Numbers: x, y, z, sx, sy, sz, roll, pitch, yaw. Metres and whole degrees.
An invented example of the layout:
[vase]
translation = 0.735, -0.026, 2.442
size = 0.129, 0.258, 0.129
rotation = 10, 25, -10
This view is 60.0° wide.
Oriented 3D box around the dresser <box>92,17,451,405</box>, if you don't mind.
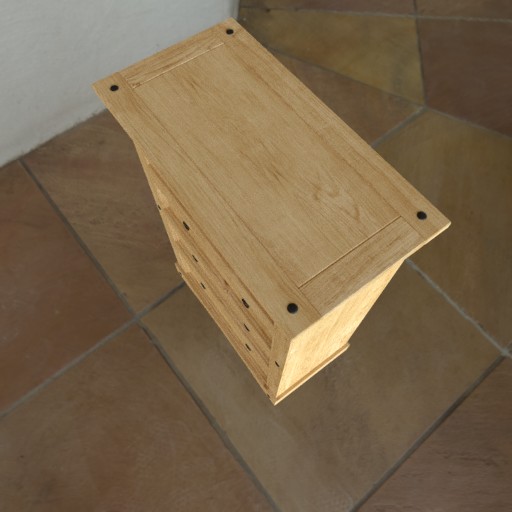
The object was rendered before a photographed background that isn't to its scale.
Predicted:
[dresser]
translation = 0.000, 0.000, 1.732
size = 0.485, 1.300, 0.915
rotation = -33, 69, -15
